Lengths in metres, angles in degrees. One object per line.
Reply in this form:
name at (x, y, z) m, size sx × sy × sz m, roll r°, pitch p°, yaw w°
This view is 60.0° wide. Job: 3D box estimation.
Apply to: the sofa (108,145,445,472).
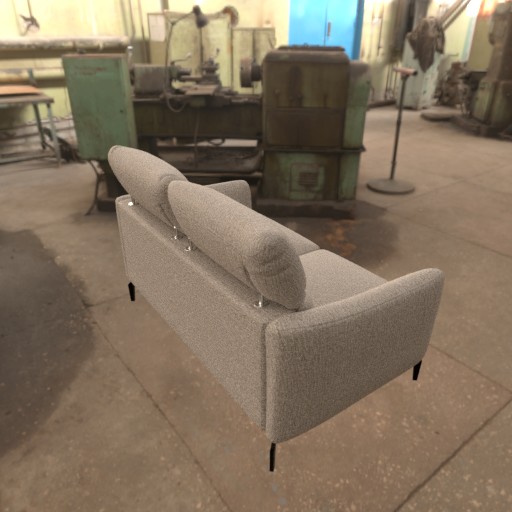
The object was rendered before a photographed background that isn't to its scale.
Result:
sofa at (0.000, 0.000, 2.144) m, size 0.905 × 0.950 × 1.540 m, roll -18°, pitch 32°, yaw -31°
